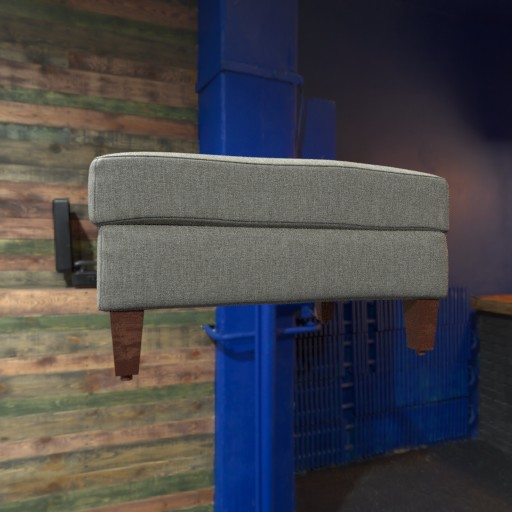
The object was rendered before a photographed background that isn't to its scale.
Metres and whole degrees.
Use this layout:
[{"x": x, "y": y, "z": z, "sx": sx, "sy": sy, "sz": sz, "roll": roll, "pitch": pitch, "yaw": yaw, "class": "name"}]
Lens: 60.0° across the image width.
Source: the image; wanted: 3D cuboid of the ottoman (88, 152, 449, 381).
[{"x": 0.000, "y": 0.000, "z": 1.259, "sx": 0.873, "sy": 0.494, "sz": 0.639, "roll": 0, "pitch": 0, "yaw": -19, "class": "ottoman"}]
